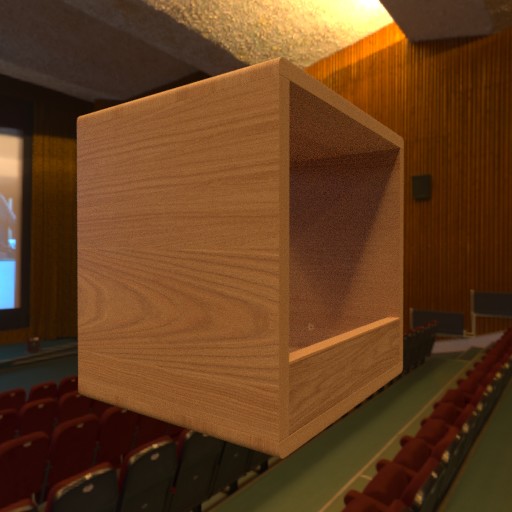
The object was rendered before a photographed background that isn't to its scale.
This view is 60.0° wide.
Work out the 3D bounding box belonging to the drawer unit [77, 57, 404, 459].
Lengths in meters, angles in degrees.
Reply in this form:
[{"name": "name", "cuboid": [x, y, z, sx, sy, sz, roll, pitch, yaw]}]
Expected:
[{"name": "drawer unit", "cuboid": [0.000, 0.000, 0.598, 0.290, 0.344, 0.344, 0, 1, 35]}]
